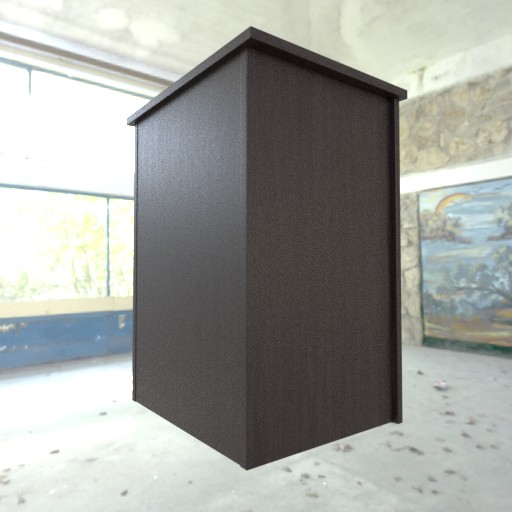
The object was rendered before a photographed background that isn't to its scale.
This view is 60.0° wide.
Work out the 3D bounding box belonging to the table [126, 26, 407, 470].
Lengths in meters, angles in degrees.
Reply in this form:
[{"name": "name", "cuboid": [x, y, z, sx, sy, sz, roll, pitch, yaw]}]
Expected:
[{"name": "table", "cuboid": [0.000, 0.000, 0.925, 0.381, 0.635, 0.480, 1, -2, -37]}]
